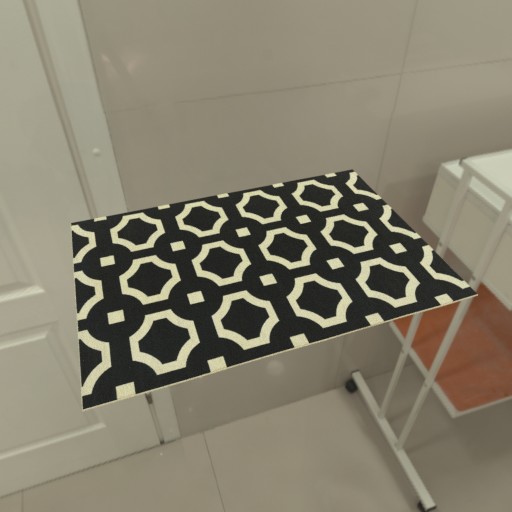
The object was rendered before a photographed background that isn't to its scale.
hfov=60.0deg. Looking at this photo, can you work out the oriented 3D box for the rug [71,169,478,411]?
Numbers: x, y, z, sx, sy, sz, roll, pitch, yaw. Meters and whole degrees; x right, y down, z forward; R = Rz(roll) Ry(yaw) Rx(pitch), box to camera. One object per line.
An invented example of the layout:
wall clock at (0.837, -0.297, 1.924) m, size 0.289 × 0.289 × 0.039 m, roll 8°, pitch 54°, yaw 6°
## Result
rug at (0.000, 0.000, 2.926) m, size 2.286 × 0.016 × 1.555 m, roll -13°, pitch 43°, yaw -14°
